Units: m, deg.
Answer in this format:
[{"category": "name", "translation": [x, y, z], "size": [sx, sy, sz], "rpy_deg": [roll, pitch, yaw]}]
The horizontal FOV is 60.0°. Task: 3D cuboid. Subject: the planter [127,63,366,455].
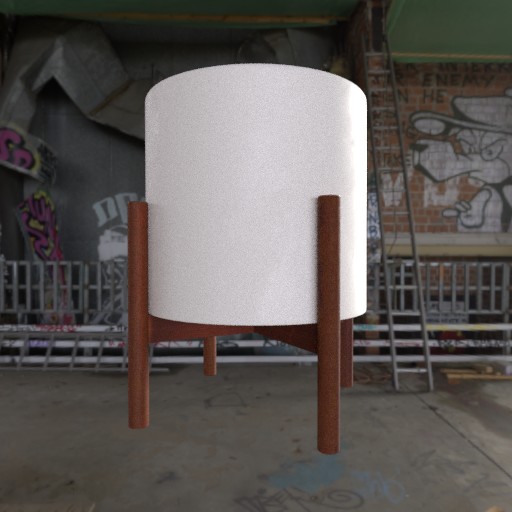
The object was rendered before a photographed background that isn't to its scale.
[{"category": "planter", "translation": [0.000, 0.000, 0.869], "size": [0.421, 0.581, 0.420], "rpy_deg": [0, 1, 19]}]
